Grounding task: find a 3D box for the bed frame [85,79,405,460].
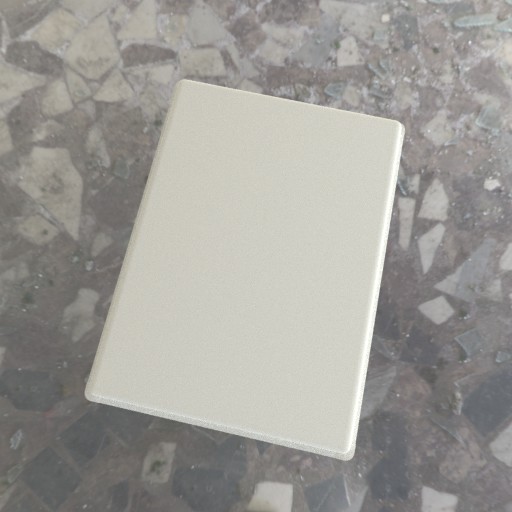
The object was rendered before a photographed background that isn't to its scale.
[{"bbox_3d":[0.000,0.000,2.552,1.400,0.406,1.900,12,77,3],"label":"bed frame"}]
